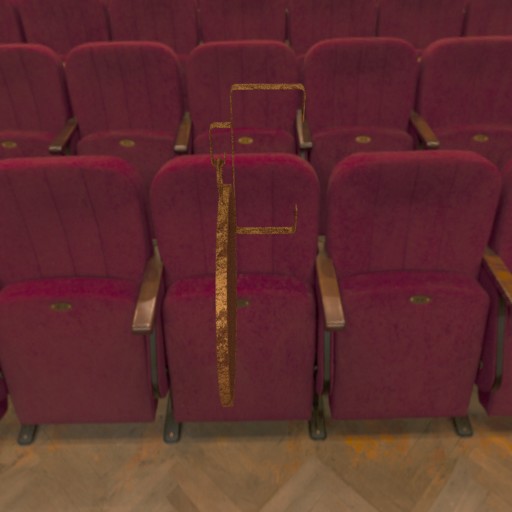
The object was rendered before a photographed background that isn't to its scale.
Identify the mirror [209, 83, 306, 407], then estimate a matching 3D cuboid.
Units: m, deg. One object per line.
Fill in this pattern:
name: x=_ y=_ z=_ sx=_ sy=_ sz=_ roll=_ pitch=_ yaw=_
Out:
mirror: x=0.000 y=0.000 z=0.854 sx=0.144 sy=0.651 sz=0.447 roll=-1 pitch=41 yaw=-1
